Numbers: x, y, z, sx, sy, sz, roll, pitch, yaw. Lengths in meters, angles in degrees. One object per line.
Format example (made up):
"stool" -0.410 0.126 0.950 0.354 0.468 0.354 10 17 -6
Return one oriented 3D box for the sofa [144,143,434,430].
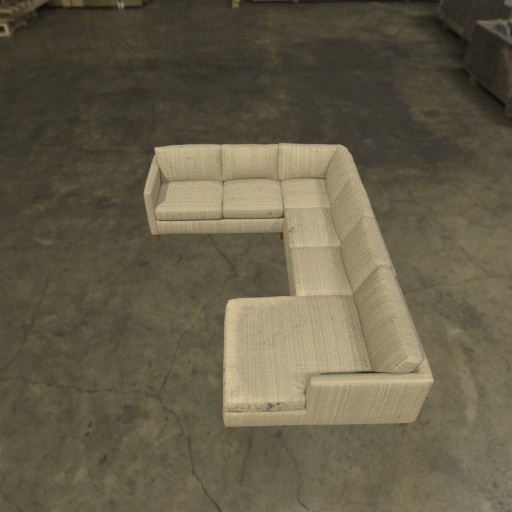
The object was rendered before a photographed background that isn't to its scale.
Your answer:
"sofa" 0.000 0.000 4.670 2.594 0.961 3.460 -1 42 -1
